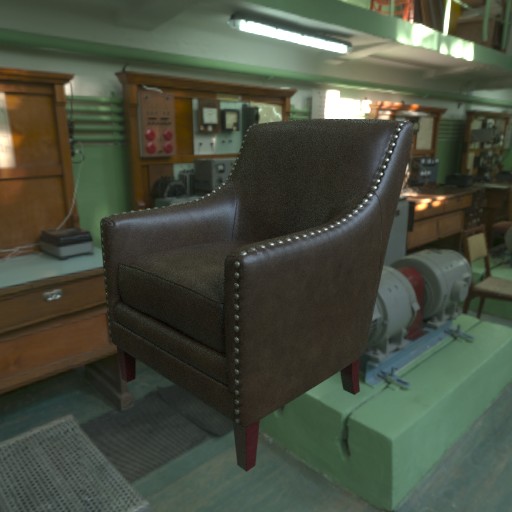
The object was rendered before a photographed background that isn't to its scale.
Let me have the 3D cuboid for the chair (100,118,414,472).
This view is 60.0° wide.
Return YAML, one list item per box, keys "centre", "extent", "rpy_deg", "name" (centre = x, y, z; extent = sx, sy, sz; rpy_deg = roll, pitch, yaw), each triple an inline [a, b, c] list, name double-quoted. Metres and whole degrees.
- centre: [0.000, 0.000, 1.348]
  extent: [0.639, 0.813, 0.704]
  rpy_deg: [15, 21, 43]
  name: "chair"
